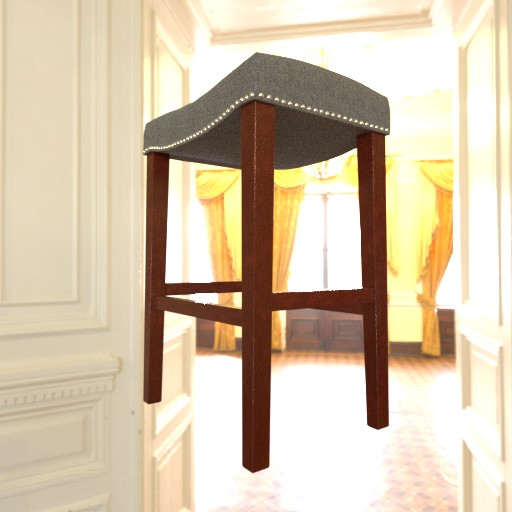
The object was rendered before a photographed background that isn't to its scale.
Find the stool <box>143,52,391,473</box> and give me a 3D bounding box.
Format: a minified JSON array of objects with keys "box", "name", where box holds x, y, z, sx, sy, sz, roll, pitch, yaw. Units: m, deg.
[{"box":[0.000,0.000,1.049,0.372,0.742,0.504,1,-1,-36],"name":"stool"}]
